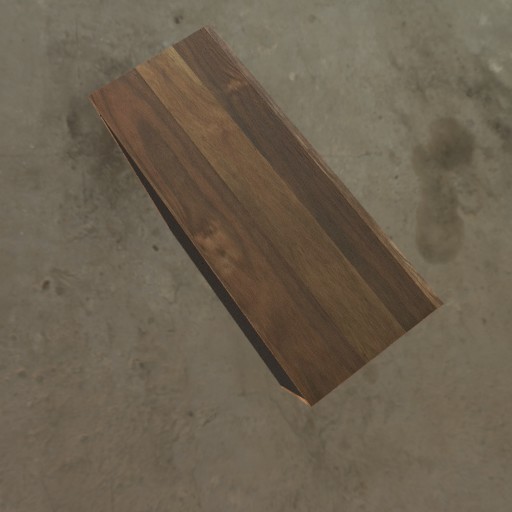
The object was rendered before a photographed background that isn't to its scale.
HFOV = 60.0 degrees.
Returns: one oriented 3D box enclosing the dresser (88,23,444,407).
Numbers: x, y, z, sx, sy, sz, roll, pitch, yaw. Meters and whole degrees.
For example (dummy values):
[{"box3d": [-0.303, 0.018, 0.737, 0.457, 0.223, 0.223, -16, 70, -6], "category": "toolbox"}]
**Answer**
[{"box3d": [0.000, 0.000, 1.886, 0.442, 1.393, 1.062, -35, 78, -8], "category": "dresser"}]
